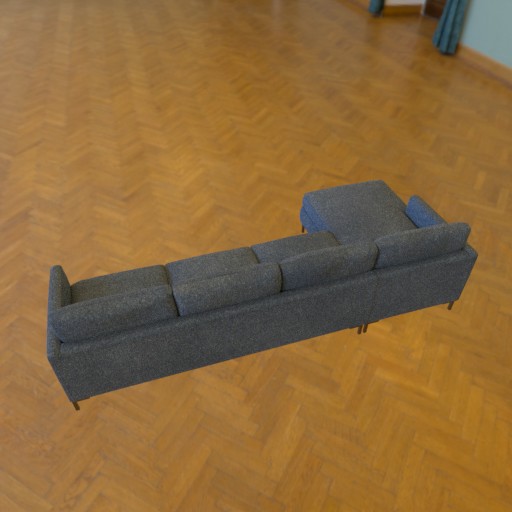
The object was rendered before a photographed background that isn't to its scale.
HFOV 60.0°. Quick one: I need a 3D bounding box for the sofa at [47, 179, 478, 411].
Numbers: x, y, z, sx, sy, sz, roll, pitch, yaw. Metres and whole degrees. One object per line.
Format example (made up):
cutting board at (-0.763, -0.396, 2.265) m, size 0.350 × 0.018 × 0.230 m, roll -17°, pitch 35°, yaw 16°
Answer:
sofa at (0.000, 0.000, 3.391) m, size 2.932 × 0.810 × 1.350 m, roll -12°, pitch 43°, yaw -13°
